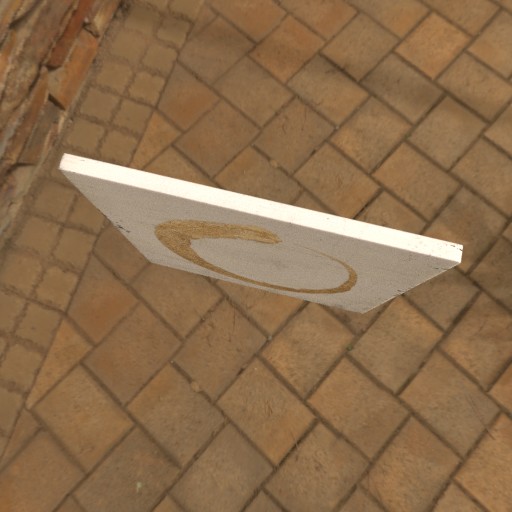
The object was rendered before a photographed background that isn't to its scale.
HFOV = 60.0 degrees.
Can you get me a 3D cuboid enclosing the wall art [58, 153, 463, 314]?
[{"bbox_3d":[0.000,0.000,1.181,0.762,0.762,0.038,13,76,3],"label":"wall art"}]
